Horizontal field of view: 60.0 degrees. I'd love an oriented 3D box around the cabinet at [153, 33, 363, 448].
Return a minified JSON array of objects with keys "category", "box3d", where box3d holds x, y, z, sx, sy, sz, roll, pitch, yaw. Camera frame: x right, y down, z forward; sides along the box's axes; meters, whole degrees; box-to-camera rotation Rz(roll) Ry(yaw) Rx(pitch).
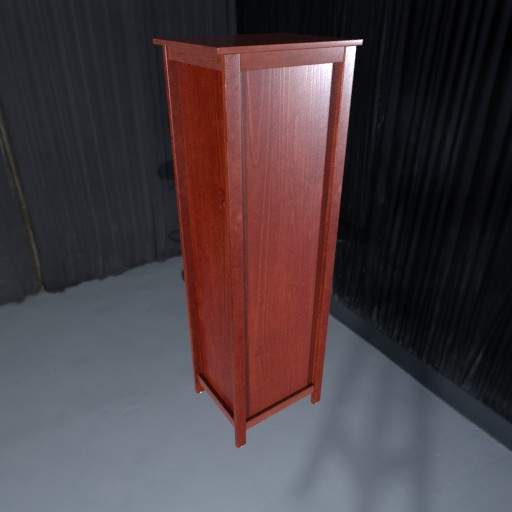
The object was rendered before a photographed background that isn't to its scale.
[{"category":"cabinet","box3d":[0.000,0.000,1.722,0.500,1.518,0.401,-19,35,-29]}]
